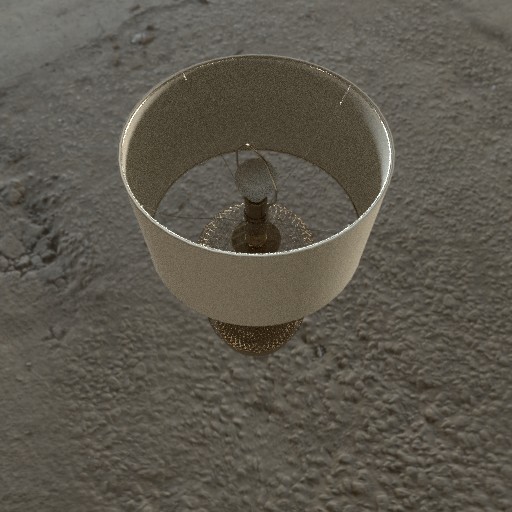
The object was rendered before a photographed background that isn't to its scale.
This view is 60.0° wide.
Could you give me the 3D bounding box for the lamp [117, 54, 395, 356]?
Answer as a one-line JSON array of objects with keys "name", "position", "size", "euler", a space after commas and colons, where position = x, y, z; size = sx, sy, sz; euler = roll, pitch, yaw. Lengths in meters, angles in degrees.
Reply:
[{"name": "lamp", "position": [0.000, 0.000, 0.816], "size": [0.353, 0.578, 0.353], "euler": [0, 59, 0]}]
